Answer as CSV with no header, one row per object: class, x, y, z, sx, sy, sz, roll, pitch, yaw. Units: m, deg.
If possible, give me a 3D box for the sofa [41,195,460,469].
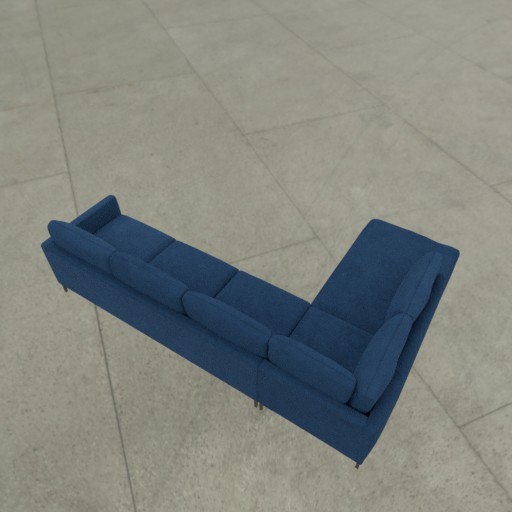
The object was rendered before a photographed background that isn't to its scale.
sofa,0.000,0.000,3.780,2.949,0.815,2.007,25,51,22
